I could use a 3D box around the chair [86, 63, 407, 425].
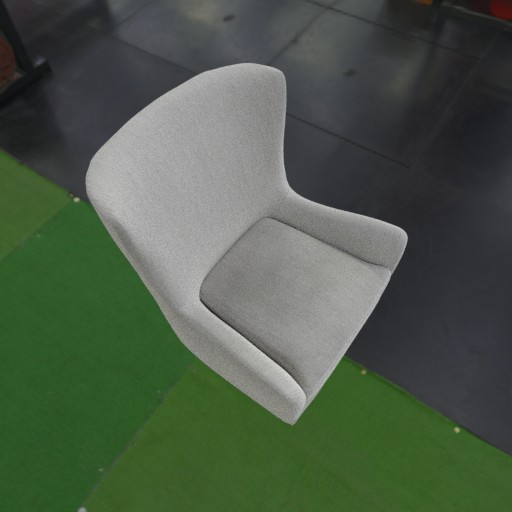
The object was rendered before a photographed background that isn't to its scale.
[{"bbox_3d":[0.000,0.000,1.660,0.904,1.000,0.779,32,63,18],"label":"chair"}]
